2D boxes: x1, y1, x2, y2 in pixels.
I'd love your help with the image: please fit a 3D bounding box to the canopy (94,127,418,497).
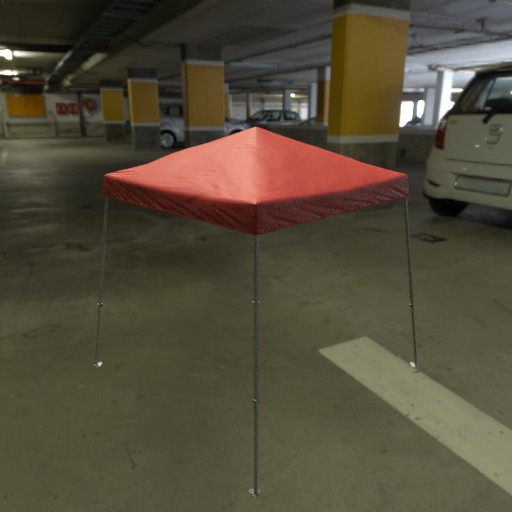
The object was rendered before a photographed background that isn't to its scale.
[{"bbox_3d":[0.000,0.000,5.090,2.848,2.849,2.849,-17,24,-42],"label":"canopy"}]
